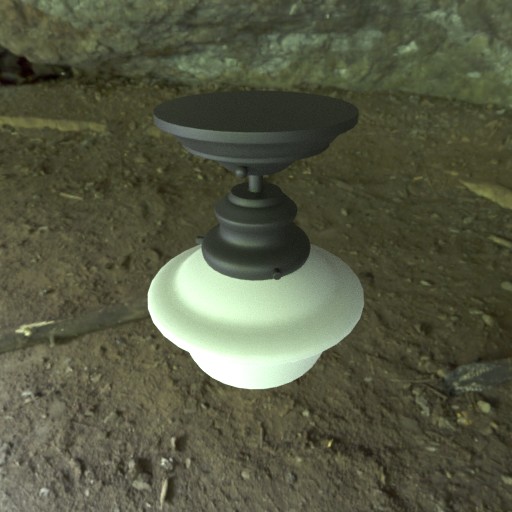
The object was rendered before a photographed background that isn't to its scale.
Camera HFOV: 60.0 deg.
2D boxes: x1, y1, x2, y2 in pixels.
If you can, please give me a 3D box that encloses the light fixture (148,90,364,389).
[{"bbox_3d":[0.000,0.000,0.392,0.197,0.254,0.197,0,29,0],"label":"light fixture"}]
